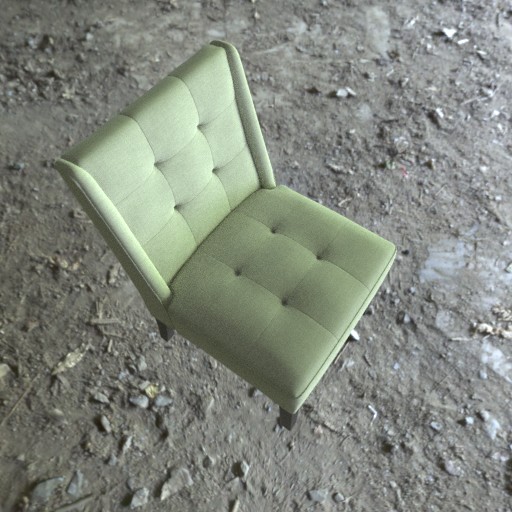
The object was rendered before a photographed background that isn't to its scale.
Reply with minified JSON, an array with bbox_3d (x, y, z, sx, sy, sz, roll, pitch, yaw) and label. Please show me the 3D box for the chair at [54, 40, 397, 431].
[{"bbox_3d":[0.000,0.000,1.292,0.676,0.853,0.569,31,63,18],"label":"chair"}]
